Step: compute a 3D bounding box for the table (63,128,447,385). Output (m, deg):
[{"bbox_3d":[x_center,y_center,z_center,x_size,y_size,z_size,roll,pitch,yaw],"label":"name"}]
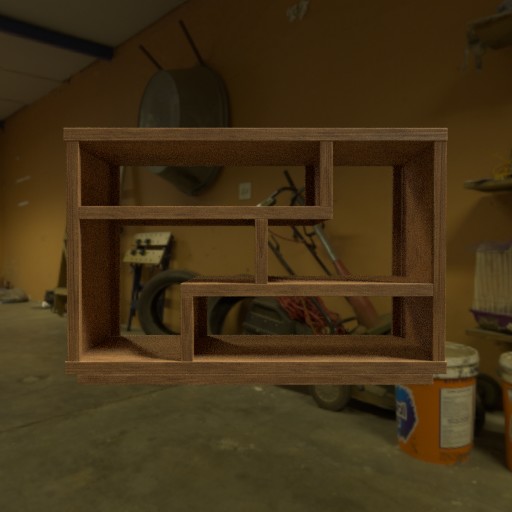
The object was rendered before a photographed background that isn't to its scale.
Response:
[{"bbox_3d":[0.000,0.000,1.534,1.151,0.771,0.410,0,1,0],"label":"table"}]
